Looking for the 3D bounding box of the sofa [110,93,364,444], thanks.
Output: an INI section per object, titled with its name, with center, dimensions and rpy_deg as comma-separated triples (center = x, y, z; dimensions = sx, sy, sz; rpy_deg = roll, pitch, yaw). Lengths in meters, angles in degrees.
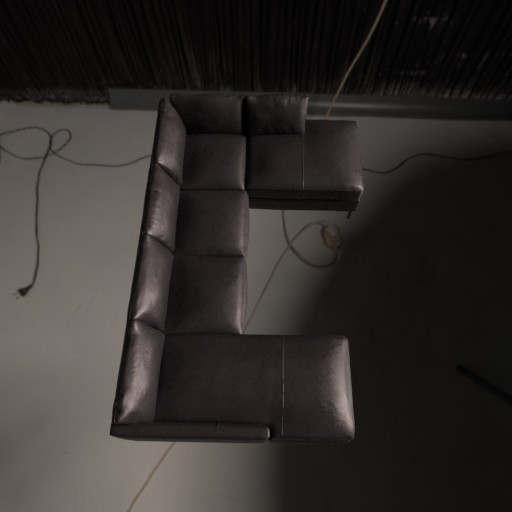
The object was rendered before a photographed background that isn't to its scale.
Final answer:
[sofa]
center = 0.000, 0.000, 3.796
dimensions = 1.939, 0.900, 2.956
rpy_deg = 1, 64, 0
